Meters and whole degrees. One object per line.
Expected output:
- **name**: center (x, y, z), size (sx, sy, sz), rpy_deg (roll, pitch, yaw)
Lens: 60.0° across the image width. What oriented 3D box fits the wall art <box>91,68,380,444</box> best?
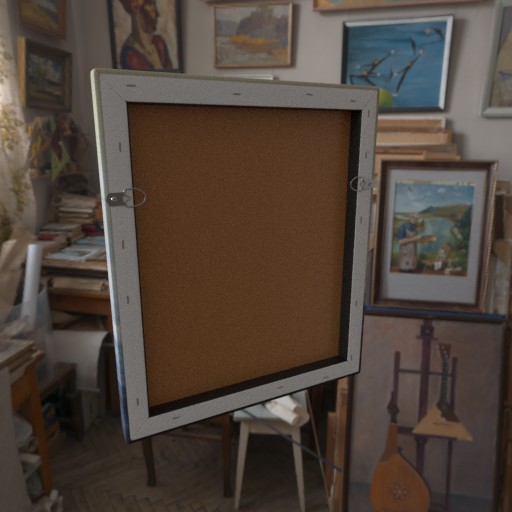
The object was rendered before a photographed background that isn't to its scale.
- **wall art**: center (0.000, 0.000, 0.953), size (0.608, 0.710, 0.041), rpy_deg (-8, 17, -27)
